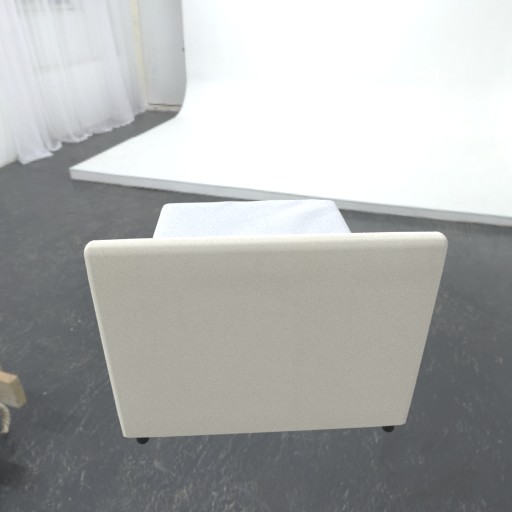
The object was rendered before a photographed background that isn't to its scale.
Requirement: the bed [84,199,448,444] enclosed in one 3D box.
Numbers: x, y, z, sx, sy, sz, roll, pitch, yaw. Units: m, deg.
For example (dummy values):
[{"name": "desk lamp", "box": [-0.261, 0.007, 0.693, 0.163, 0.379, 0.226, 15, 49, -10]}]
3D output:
[{"name": "bed", "box": [0.000, 0.000, 3.198, 1.713, 1.330, 2.142, -2, 29, -3]}]
